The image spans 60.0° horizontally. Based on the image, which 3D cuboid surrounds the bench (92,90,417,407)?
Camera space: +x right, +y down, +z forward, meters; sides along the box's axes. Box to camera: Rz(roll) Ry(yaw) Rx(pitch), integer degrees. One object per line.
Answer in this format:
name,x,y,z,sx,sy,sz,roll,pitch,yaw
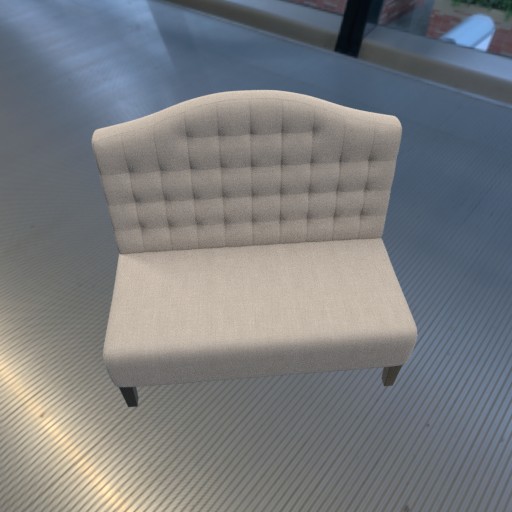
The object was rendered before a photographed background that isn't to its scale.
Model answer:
bench,0.000,0.000,1.994,1.335,1.180,0.815,-4,47,-3
